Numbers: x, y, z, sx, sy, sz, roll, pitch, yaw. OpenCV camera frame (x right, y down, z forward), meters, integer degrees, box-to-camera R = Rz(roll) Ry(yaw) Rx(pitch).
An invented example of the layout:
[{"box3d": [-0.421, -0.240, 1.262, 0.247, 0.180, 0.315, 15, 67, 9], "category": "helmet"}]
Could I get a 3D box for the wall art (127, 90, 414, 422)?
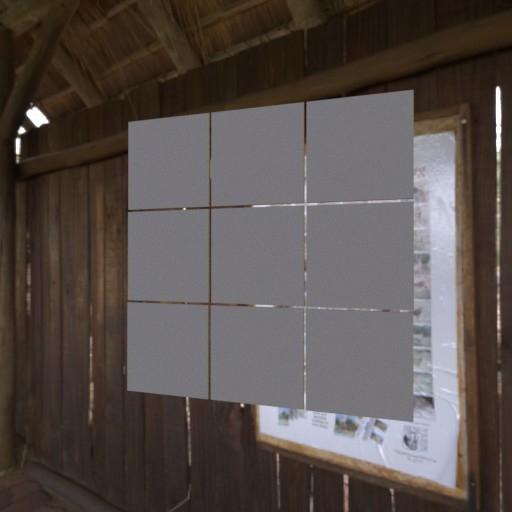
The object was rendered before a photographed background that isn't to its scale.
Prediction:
[{"box3d": [0.000, 0.000, 2.276, 1.527, 1.521, 0.017, 0, 0, 18], "category": "wall art"}]
